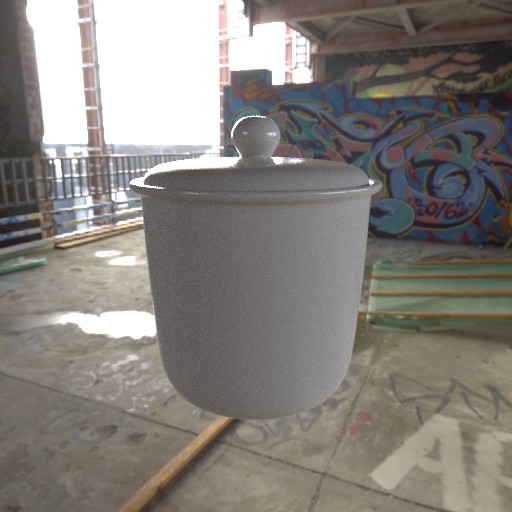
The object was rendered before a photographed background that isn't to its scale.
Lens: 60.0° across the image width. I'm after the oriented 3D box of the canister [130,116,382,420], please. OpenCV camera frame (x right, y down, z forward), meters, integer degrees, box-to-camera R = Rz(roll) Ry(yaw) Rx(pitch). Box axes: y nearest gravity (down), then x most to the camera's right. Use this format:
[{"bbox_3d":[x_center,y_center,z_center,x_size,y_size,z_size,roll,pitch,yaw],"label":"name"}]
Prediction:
[{"bbox_3d":[0.000,0.000,0.345,0.182,0.208,0.182,0,14,0],"label":"canister"}]
